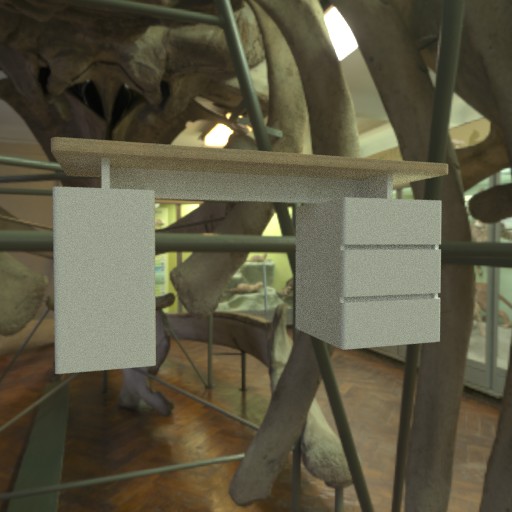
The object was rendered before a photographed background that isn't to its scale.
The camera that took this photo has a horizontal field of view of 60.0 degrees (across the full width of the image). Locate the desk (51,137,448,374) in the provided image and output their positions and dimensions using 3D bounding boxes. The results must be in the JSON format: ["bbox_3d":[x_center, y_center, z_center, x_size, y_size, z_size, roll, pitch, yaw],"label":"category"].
[{"bbox_3d":[0.000,0.000,1.852,1.500,0.755,0.550,-1,2,-18],"label":"desk"}]
